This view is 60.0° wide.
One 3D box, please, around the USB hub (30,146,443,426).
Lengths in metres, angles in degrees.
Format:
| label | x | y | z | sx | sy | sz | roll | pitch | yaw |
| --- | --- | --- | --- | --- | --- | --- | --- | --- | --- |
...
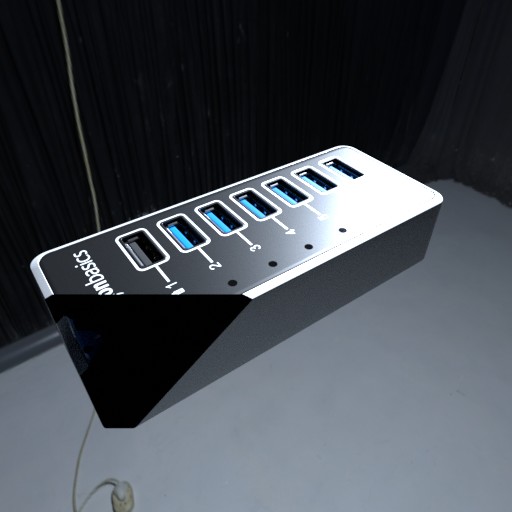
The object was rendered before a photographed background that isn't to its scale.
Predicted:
| label | x | y | z | sx | sy | sz | roll | pitch | yaw |
| --- | --- | --- | --- | --- | --- | --- | --- | --- | --- |
| USB hub | 0.000 | 0.000 | 0.128 | 0.110 | 0.023 | 0.044 | -25 | 46 | -26 |
